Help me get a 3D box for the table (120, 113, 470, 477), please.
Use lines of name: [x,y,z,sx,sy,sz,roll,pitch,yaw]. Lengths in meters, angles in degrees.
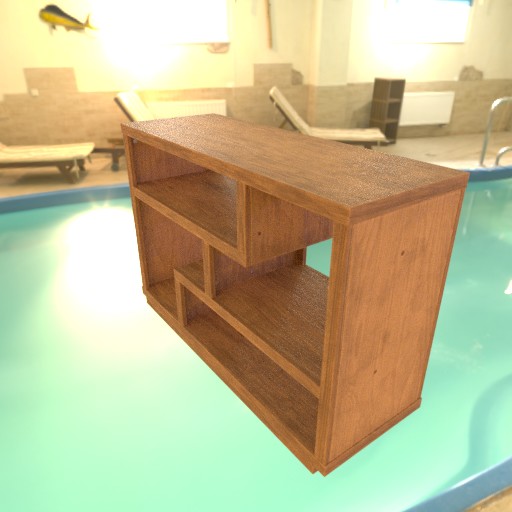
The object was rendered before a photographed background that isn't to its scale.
table: [0.000,0.000,1.518,0.410,0.771,1.151,-18,31,-32]
